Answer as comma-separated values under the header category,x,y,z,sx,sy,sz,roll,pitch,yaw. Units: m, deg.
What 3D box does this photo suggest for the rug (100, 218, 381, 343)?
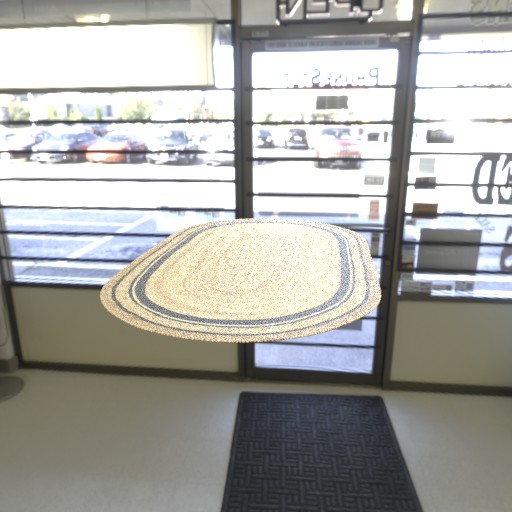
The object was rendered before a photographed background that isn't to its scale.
category,x,y,z,sx,sy,sz,roll,pitch,yaw
rug,0.000,0.000,2.940,1.520,0.006,2.432,3,17,9
